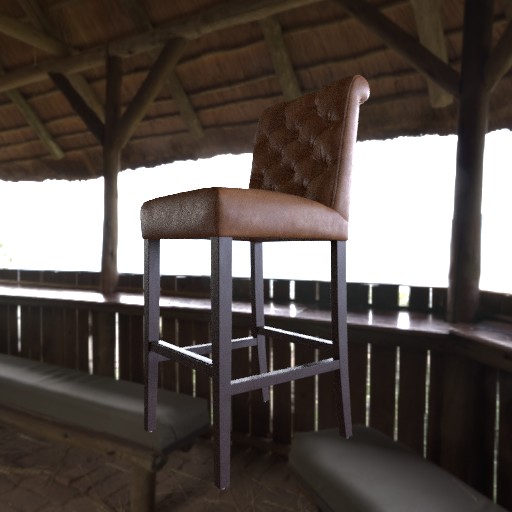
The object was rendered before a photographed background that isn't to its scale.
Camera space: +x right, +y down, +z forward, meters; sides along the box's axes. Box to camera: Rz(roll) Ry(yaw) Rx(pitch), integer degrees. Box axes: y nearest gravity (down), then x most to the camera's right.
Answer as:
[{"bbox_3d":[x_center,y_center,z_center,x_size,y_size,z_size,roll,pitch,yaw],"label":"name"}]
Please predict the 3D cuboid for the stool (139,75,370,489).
[{"bbox_3d":[0.000,0.000,1.427,0.601,1.140,0.493,-1,1,-38],"label":"stool"}]
